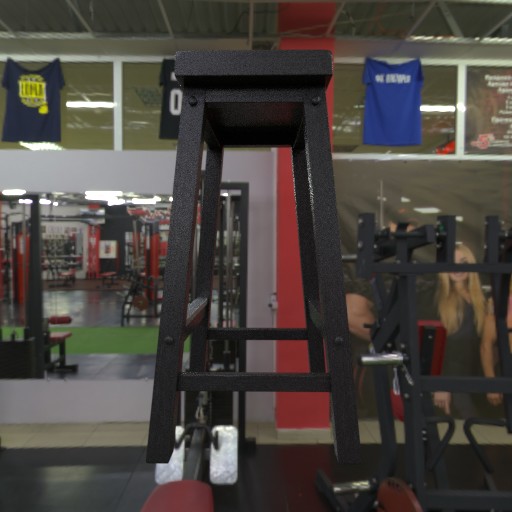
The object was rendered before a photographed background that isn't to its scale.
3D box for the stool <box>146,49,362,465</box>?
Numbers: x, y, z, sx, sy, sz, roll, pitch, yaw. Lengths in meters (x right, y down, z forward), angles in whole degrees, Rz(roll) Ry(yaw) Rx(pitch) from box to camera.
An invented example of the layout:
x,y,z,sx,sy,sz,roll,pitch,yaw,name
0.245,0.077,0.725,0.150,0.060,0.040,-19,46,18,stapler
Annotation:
x,y,z,sx,sy,sz,roll,pitch,yaw,name
0.000,0.000,0.852,0.322,0.610,0.406,0,2,1,stool
